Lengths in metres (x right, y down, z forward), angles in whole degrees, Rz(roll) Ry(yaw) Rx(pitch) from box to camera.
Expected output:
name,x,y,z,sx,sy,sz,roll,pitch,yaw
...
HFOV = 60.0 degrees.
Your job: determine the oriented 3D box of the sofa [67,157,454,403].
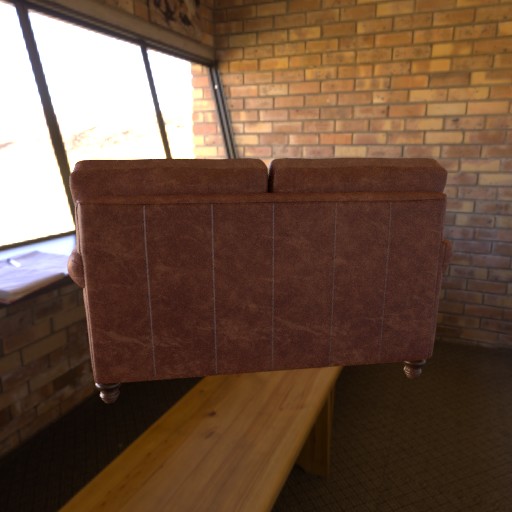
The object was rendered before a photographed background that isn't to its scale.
name,x,y,z,sx,sy,sz,roll,pitch,yaw
sofa,0.000,0.000,2.207,1.616,0.967,0.990,-2,14,-8
